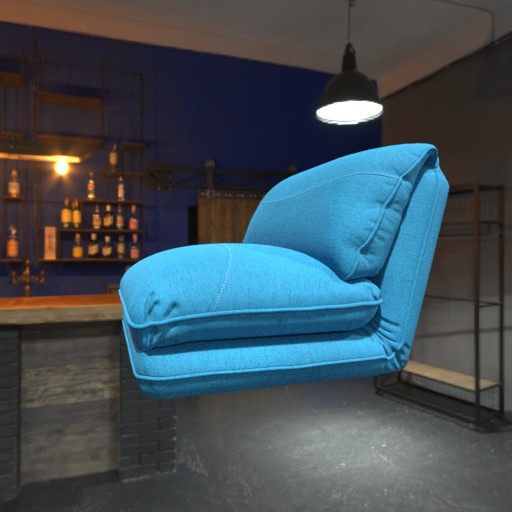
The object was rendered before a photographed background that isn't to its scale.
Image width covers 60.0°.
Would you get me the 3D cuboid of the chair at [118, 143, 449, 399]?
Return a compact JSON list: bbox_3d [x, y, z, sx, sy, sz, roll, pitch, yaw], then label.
[{"bbox_3d":[0.000,0.000,1.340,0.780,0.580,0.820,0,1,-19],"label":"chair"}]
